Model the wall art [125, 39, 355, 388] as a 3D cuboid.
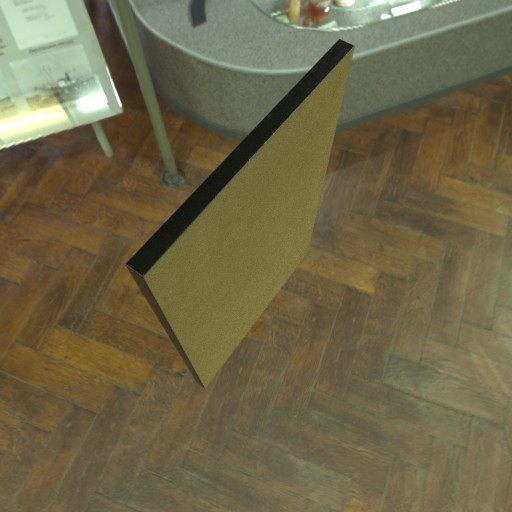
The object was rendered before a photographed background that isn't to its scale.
[{"bbox_3d":[0.000,0.000,0.594,0.019,0.455,0.314,33,68,15],"label":"wall art"}]
